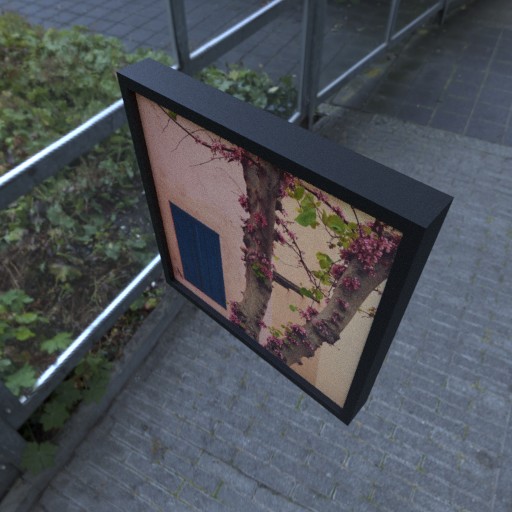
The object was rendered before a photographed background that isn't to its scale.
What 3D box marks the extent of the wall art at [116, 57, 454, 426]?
[{"bbox_3d":[0.000,0.000,0.453,0.305,0.304,0.038,33,56,27],"label":"wall art"}]
